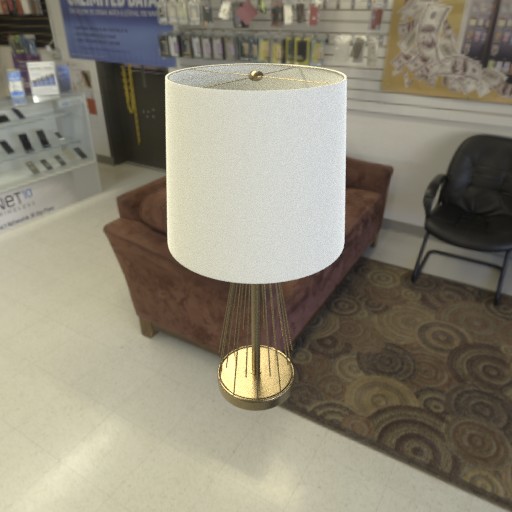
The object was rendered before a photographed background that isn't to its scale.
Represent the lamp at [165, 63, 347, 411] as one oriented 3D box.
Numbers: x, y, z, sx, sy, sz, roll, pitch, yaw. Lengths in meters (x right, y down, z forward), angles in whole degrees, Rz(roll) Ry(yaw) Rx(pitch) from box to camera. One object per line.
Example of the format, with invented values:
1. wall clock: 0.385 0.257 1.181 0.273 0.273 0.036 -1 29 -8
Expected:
1. lamp: 0.000 0.000 0.793 0.303 0.618 0.303 0 30 0
